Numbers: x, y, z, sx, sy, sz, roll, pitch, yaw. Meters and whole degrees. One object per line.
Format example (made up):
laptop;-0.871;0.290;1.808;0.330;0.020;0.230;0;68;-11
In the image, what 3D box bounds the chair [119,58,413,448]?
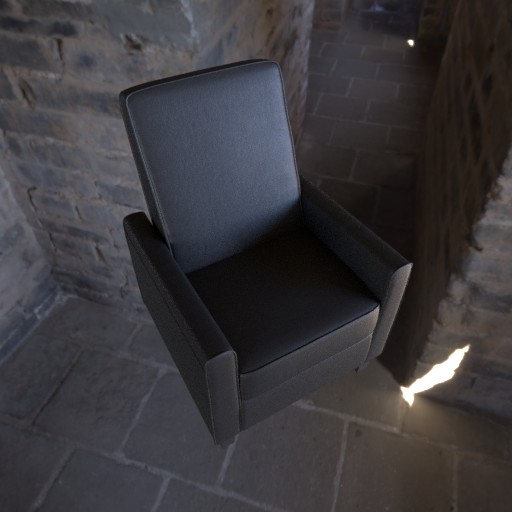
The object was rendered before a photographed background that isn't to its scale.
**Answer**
chair;0.000;0.000;1.491;0.705;1.013;0.746;-22;49;-21
